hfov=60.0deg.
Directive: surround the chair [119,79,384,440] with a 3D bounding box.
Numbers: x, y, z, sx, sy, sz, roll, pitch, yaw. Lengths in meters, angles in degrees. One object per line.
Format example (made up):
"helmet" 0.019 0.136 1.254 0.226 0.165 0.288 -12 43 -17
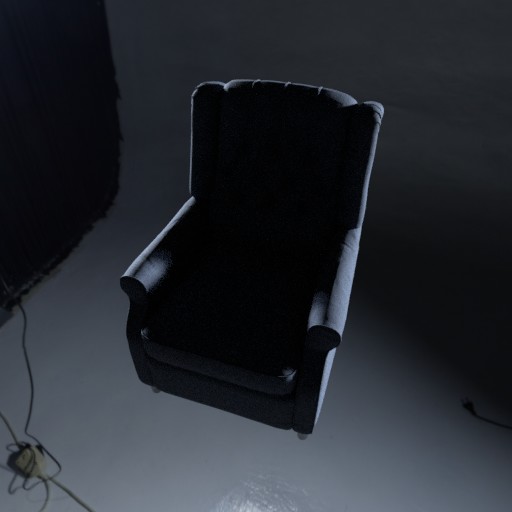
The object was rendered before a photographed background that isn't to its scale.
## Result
"chair" 0.000 0.000 1.639 0.742 1.035 0.898 13 43 14
